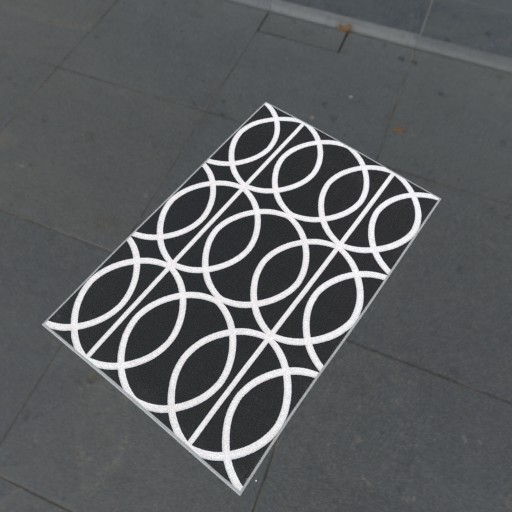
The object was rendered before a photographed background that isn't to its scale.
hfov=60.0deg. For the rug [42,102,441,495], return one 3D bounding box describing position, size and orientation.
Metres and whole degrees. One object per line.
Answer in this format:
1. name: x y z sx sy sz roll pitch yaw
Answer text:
1. rug: 0.000 0.000 2.878 1.526 0.014 2.290 34 68 16
